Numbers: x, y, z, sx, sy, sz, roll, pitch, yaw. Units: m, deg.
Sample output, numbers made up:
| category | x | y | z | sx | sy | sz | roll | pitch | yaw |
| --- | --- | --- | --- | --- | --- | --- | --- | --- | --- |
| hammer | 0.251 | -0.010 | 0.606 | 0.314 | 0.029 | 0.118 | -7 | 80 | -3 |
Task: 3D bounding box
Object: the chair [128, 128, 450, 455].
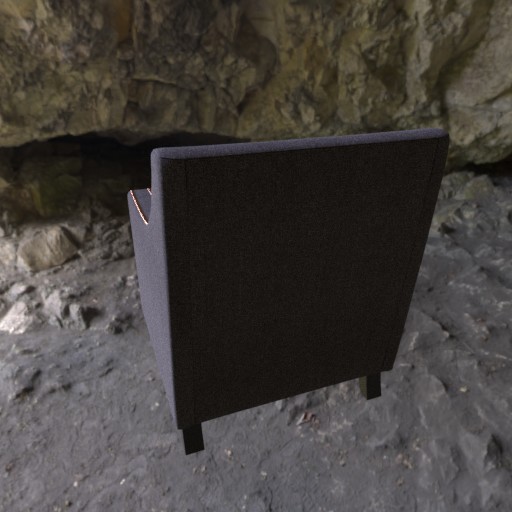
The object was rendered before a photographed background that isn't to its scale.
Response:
| category | x | y | z | sx | sy | sz | roll | pitch | yaw |
| --- | --- | --- | --- | --- | --- | --- | --- | --- | --- |
| chair | 0.000 | 0.000 | 1.583 | 0.776 | 0.967 | 0.884 | -9 | 27 | -19 |
